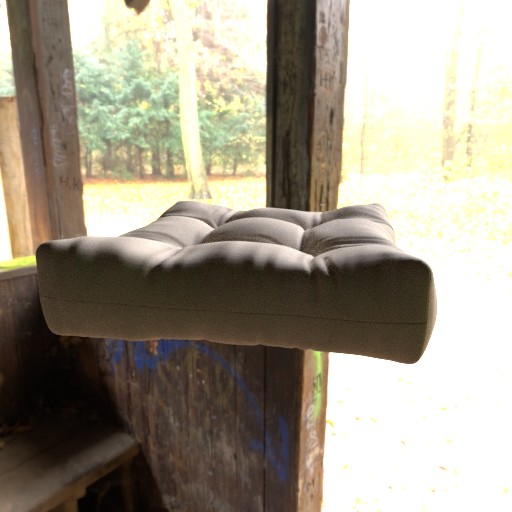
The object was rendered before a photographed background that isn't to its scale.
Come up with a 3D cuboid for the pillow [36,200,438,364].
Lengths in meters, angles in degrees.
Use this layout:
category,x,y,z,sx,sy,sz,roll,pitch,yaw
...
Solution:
category,x,y,z,sx,sy,sz,roll,pitch,yaw
pillow,0.000,0.000,0.711,0.468,0.128,0.490,2,14,10
